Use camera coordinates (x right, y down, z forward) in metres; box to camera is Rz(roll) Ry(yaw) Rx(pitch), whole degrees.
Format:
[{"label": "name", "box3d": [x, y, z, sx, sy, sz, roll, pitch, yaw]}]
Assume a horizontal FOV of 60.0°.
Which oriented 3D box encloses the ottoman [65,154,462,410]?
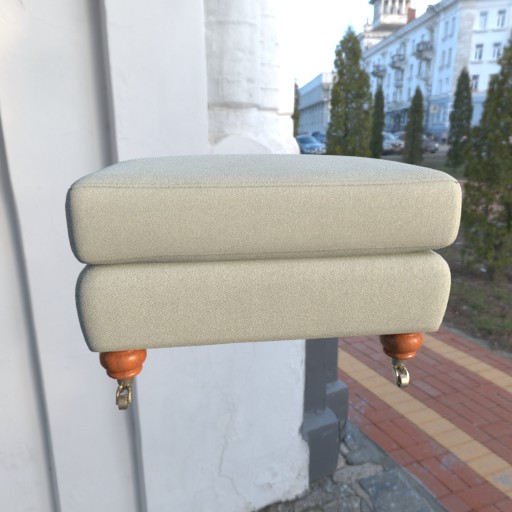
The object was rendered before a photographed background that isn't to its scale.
[{"label": "ottoman", "box3d": [0.000, 0.000, 1.124, 0.773, 0.499, 0.569, -2, 16, -7]}]
